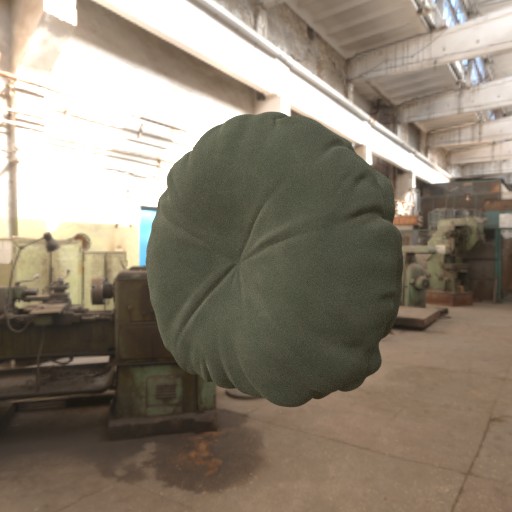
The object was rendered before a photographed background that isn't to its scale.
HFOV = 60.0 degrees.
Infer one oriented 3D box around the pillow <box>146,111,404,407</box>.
[{"bbox_3d":[0.000,0.000,0.651,0.428,0.407,0.148,0,1,37],"label":"pillow"}]
